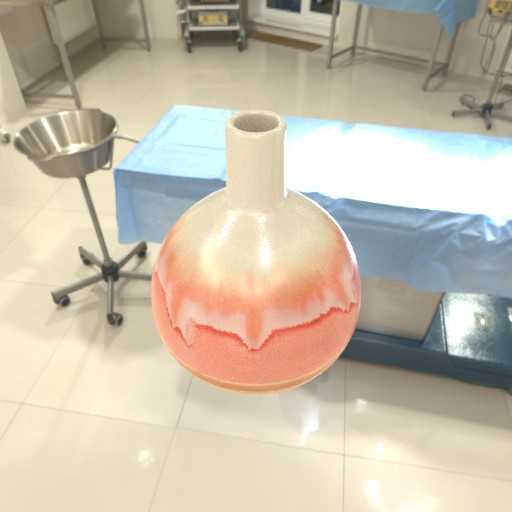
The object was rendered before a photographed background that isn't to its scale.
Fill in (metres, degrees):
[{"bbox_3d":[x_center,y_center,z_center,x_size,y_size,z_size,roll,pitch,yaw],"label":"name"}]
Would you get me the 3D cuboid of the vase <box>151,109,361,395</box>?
[{"bbox_3d":[0.000,0.000,0.275,0.137,0.176,0.137,0,41,0],"label":"vase"}]
